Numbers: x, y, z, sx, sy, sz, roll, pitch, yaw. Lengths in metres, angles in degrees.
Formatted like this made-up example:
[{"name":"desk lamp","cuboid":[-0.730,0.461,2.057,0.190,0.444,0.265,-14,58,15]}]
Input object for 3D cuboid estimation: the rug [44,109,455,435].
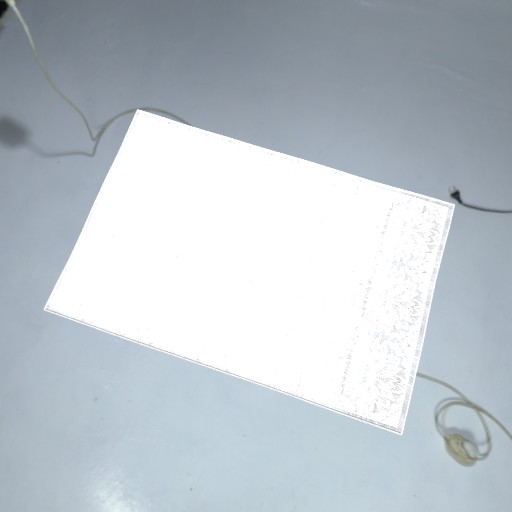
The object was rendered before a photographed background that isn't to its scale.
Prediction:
[{"name":"rug","cuboid":[0.000,0.000,3.428,2.746,0.018,1.819,18,75,5]}]
